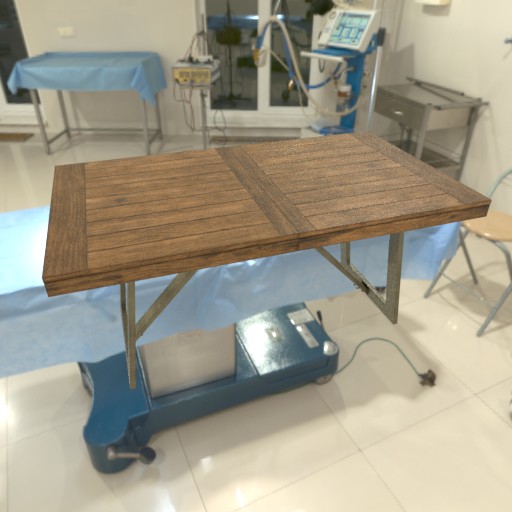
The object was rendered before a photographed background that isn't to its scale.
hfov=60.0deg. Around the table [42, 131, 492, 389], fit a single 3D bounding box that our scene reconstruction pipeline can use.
[{"bbox_3d":[0.000,0.000,2.097,1.641,0.757,0.931,-10,34,-16],"label":"table"}]
